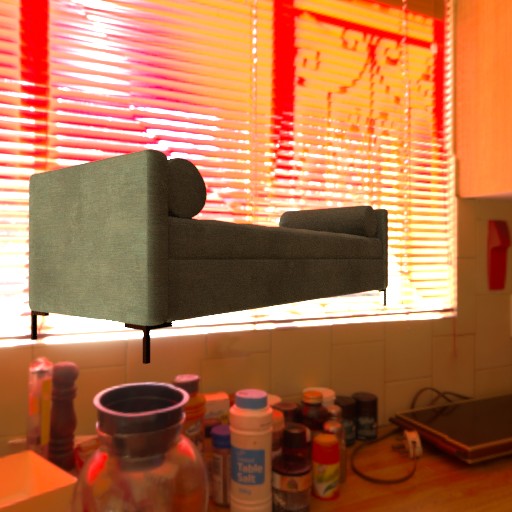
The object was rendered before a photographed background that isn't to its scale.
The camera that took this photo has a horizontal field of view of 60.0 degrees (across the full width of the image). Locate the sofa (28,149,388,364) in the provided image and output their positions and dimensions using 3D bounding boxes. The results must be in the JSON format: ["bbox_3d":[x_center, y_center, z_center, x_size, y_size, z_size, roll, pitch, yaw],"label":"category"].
[{"bbox_3d":[0.000,0.000,2.262,0.686,0.635,1.981,0,0,36],"label":"sofa"}]
